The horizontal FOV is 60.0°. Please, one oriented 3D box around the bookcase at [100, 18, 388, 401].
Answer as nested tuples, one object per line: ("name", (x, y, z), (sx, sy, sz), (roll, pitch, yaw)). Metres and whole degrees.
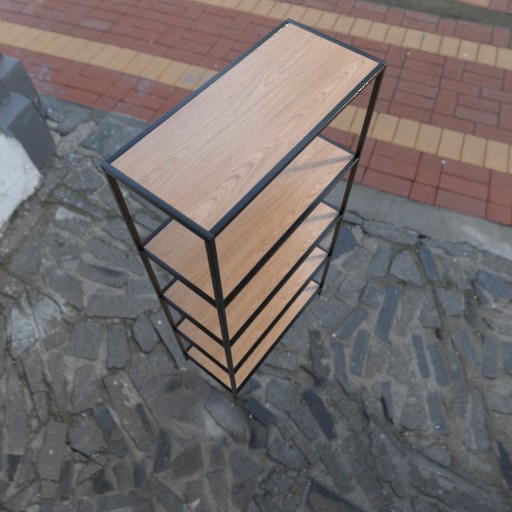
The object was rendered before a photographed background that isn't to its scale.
("bookcase", (0.000, 0.000, 1.805), (0.350, 1.500, 0.770), (34, 65, 19))
